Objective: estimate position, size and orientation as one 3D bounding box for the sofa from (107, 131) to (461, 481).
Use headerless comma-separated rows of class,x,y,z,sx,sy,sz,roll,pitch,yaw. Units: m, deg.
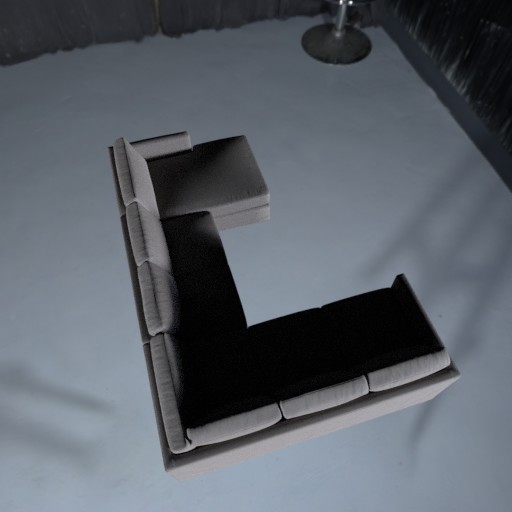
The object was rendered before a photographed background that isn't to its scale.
sofa,0.000,0.000,4.459,2.427,0.882,3.460,-15,59,-9
